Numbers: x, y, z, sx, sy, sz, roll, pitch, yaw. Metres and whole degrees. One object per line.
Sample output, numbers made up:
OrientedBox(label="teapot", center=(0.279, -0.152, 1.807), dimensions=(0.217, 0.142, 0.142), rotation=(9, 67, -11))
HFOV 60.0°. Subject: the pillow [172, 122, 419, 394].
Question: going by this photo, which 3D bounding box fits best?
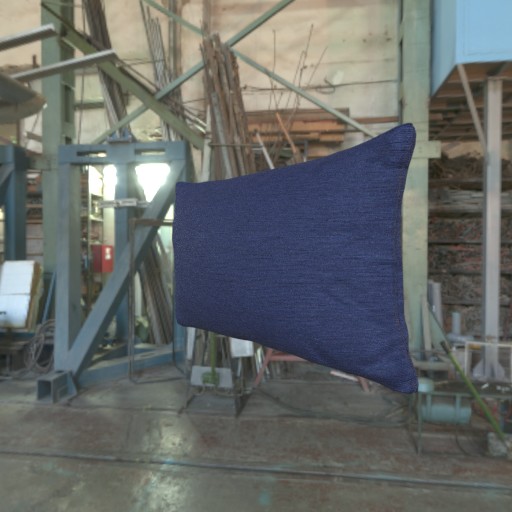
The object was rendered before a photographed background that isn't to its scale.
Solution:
OrientedBox(label="pillow", center=(0.000, 0.000, 0.792), dimensions=(0.210, 0.338, 0.633), rotation=(-1, 1, -37))
